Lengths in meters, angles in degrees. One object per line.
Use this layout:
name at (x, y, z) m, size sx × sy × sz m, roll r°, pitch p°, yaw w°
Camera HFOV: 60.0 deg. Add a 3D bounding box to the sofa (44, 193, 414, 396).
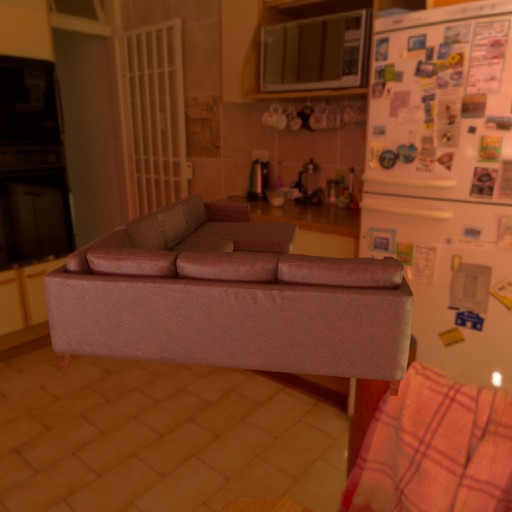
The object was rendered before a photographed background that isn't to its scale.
sofa at (0.000, 0.000, 4.656) m, size 2.593 × 0.923 × 3.460 m, roll 2°, pitch 16°, yaw 8°
